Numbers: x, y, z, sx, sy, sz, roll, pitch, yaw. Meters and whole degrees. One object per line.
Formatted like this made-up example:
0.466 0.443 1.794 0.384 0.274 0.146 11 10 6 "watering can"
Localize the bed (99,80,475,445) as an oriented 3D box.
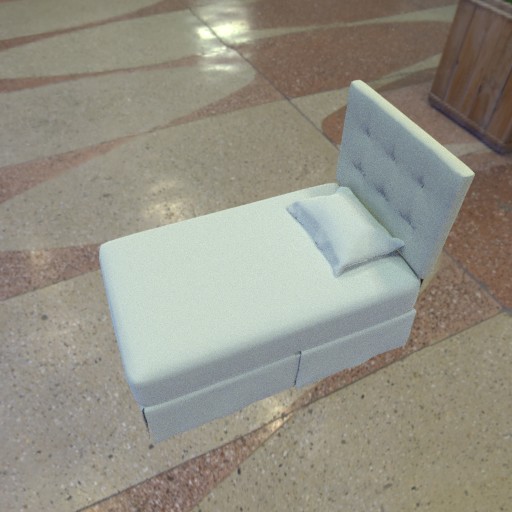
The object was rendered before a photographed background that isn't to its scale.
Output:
0.000 0.000 2.927 1.997 1.571 1.261 -17 49 -15 "bed"
